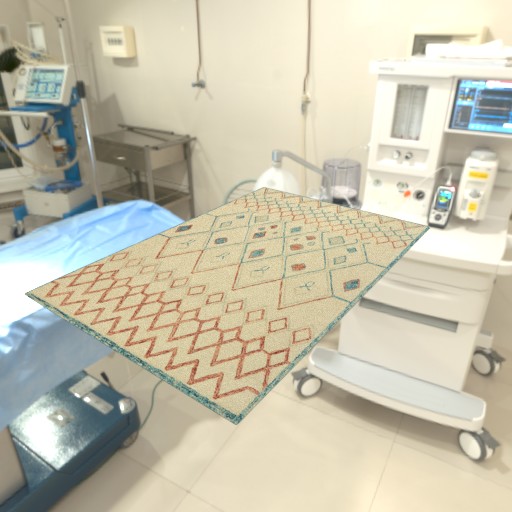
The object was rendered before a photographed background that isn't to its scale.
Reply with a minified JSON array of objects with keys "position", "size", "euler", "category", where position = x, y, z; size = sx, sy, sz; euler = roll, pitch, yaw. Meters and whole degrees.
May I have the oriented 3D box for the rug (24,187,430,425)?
[{"position":[0.000,0.000,2.301],"size":[1.219,0.016,1.829],"euler":[19,33,32],"category":"rug"}]
